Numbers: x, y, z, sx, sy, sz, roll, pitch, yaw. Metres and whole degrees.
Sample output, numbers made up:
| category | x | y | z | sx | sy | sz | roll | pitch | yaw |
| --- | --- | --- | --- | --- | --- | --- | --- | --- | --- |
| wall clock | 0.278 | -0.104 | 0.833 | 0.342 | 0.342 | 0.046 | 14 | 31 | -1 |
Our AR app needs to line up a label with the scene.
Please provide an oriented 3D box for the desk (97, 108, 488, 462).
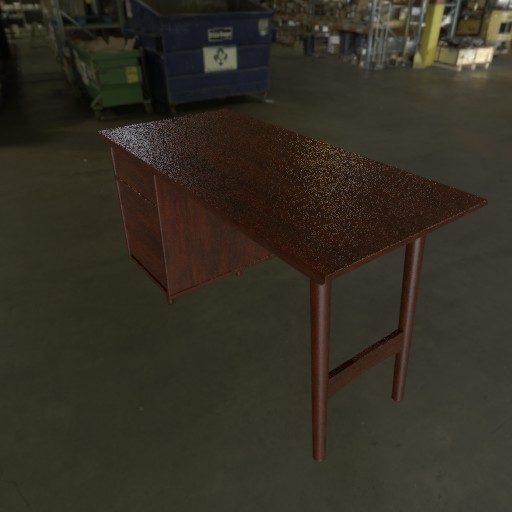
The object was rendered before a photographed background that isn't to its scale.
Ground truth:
| category | x | y | z | sx | sy | sz | roll | pitch | yaw |
| --- | --- | --- | --- | --- | --- | --- | --- | --- | --- |
| desk | 0.000 | 0.000 | 1.673 | 0.612 | 0.758 | 1.277 | -22 | 38 | -31 |
